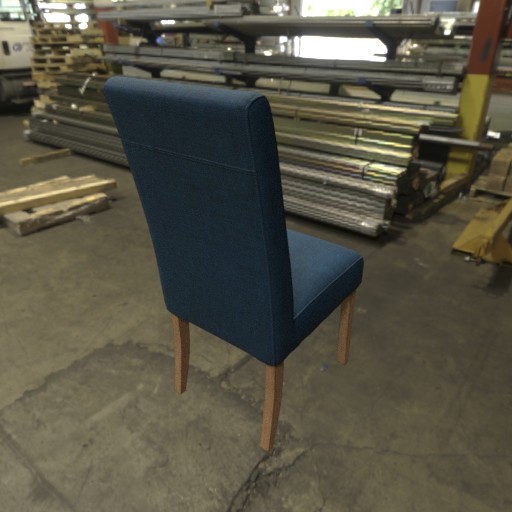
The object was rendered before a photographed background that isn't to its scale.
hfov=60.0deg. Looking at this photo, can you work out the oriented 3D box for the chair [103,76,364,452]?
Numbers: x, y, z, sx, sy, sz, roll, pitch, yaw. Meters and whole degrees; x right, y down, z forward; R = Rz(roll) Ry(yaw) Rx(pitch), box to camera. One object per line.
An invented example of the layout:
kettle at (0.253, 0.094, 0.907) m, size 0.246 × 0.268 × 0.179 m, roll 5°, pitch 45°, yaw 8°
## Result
chair at (0.000, 0.000, 1.335) m, size 0.450 × 1.029 × 0.610 m, roll 20°, pitch 35°, yaw 33°
